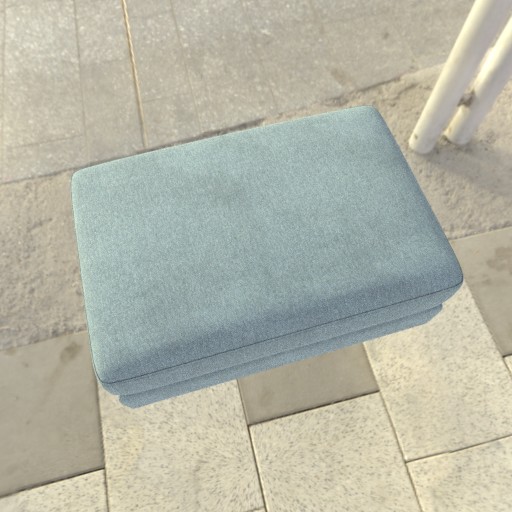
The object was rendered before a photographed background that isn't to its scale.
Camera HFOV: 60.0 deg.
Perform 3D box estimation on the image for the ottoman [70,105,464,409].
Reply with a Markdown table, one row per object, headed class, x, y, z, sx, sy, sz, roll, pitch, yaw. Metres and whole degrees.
| class | x | y | z | sx | sy | sz | roll | pitch | yaw |
| --- | --- | --- | --- | --- | --- | --- | --- | --- | --- |
| ottoman | 0.000 | 0.000 | 1.224 | 0.864 | 0.483 | 0.584 | -15 | 66 | -7 |
